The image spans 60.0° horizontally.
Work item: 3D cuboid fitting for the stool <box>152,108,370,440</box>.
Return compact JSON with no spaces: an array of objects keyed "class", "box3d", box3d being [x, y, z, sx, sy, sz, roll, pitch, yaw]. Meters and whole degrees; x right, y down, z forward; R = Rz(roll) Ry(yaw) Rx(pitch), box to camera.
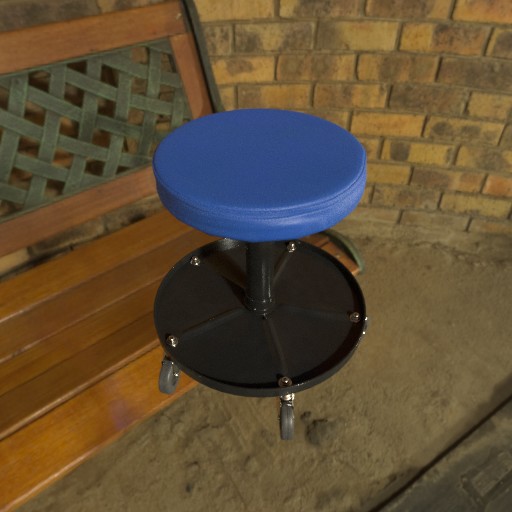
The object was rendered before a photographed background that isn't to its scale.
[{"class":"stool","box3d":[0.000,0.000,0.683,0.382,0.365,0.381,12,42,14]}]
